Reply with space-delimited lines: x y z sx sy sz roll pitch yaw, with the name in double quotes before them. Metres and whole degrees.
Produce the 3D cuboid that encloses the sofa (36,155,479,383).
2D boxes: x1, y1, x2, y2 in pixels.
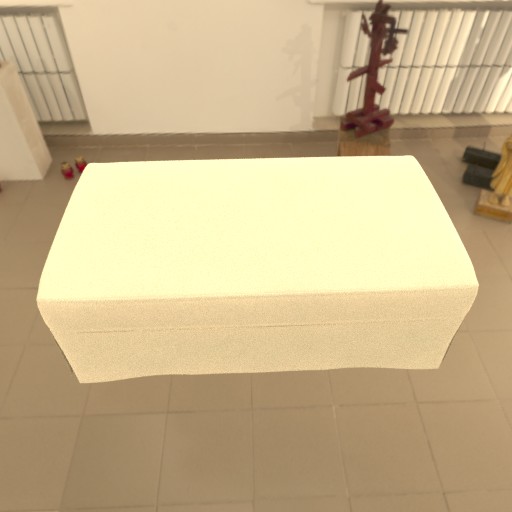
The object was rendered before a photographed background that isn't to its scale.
"sofa" 0.000 0.000 2.068 1.677 0.552 0.939 -2 46 -2
